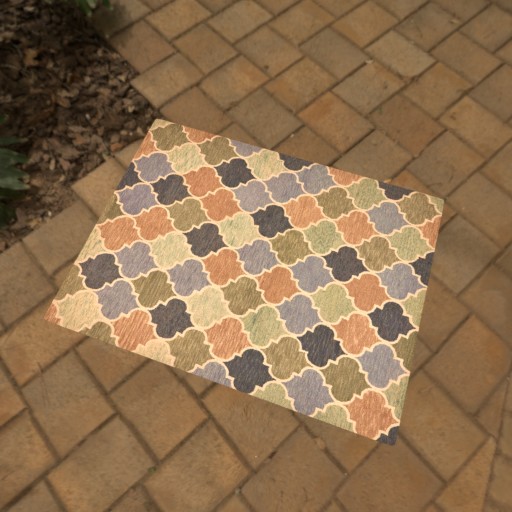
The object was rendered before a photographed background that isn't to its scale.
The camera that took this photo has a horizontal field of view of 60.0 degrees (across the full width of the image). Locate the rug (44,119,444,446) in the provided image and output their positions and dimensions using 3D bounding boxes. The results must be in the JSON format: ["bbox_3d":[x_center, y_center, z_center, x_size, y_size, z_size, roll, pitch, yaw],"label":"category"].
[{"bbox_3d":[0.000,0.000,4.235,3.200,0.013,2.439,18,67,8],"label":"rug"}]
